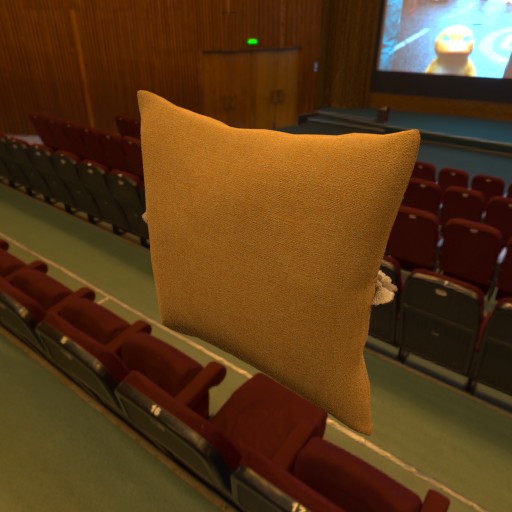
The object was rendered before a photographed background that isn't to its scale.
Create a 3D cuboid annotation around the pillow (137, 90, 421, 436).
[{"bbox_3d":[0.000,0.000,0.729,0.485,0.481,0.167,20,35,32],"label":"pillow"}]
